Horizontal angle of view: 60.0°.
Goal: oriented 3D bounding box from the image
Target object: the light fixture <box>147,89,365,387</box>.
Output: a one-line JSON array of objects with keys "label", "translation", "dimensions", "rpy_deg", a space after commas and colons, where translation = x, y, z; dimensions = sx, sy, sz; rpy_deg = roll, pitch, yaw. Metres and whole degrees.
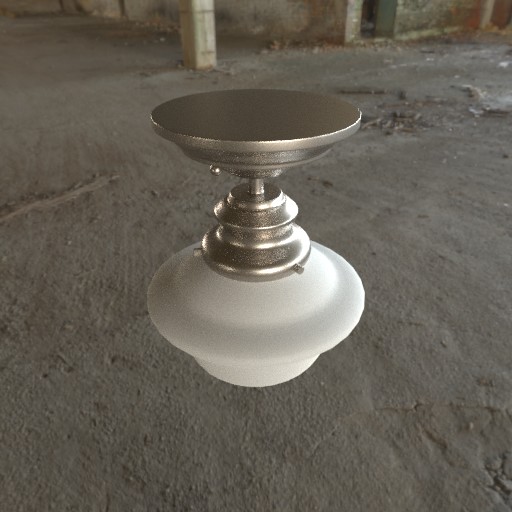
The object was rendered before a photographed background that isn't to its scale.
[{"label": "light fixture", "translation": [0.000, 0.000, 0.394], "dimensions": [0.199, 0.254, 0.199], "rpy_deg": [0, 32, 0]}]
